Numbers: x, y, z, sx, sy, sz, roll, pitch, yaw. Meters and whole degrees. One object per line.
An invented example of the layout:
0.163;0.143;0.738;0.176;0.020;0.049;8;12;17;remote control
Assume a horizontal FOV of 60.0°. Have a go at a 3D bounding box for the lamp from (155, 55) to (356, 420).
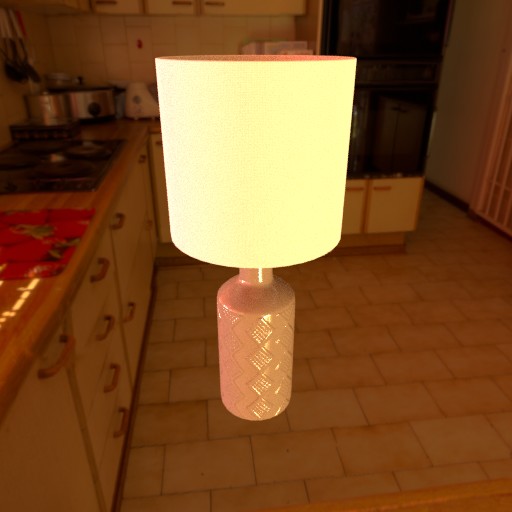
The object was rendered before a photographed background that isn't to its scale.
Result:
0.000;0.000;0.563;0.207;0.461;0.207;-18;31;-33;lamp
